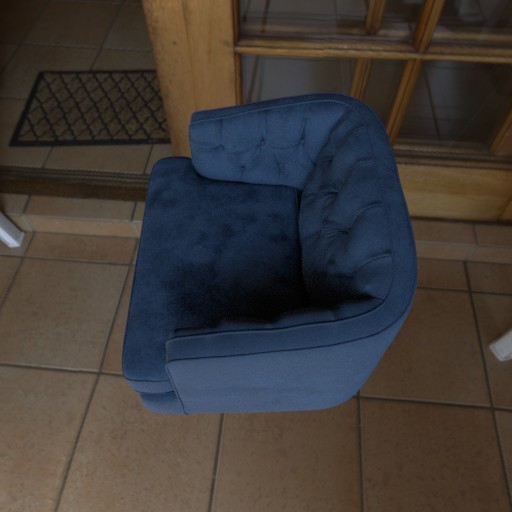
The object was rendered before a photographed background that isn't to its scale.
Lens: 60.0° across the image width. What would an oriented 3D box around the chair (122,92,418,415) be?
[{"bbox_3d":[0.000,0.000,1.756,0.940,0.852,1.094,-1,57,0],"label":"chair"}]
